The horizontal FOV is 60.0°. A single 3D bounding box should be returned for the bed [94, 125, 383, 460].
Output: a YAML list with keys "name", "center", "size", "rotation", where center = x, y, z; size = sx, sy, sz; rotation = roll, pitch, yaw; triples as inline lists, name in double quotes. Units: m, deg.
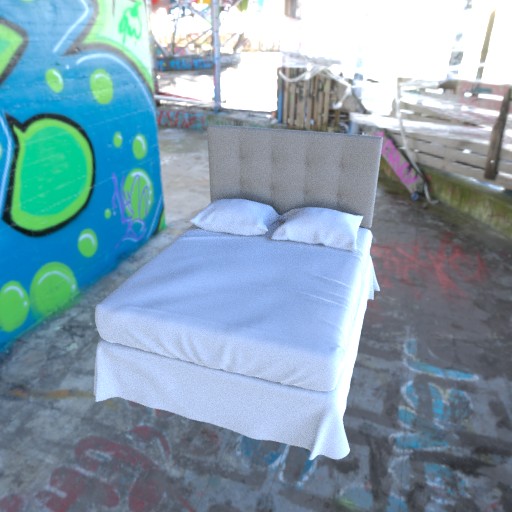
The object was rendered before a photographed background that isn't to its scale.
- name: "bed"
  center: [0.000, 0.000, 3.524]
  size: [1.936, 1.577, 2.222]
  rotation: [9, 29, 16]
